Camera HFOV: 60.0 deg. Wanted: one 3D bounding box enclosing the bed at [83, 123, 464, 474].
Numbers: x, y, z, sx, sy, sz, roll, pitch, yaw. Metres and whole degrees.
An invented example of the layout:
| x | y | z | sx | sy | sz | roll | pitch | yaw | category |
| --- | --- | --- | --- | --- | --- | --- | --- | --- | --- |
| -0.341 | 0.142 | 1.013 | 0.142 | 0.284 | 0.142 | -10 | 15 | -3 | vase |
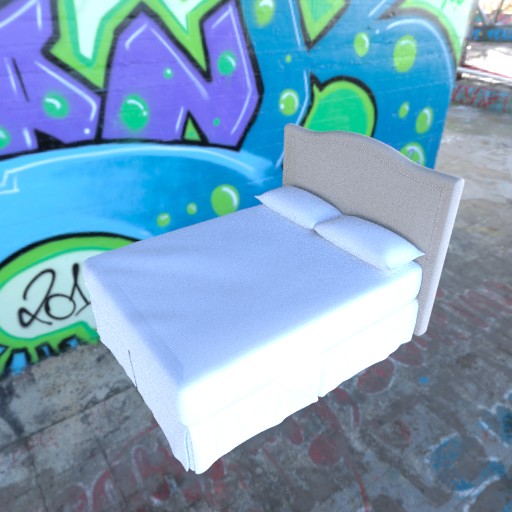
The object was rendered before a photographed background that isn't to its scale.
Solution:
| x | y | z | sx | sy | sz | roll | pitch | yaw | category |
| --- | --- | --- | --- | --- | --- | --- | --- | --- | --- |
| 0.000 | 0.000 | 3.137 | 2.052 | 1.398 | 1.678 | -21 | 37 | -30 | bed |
